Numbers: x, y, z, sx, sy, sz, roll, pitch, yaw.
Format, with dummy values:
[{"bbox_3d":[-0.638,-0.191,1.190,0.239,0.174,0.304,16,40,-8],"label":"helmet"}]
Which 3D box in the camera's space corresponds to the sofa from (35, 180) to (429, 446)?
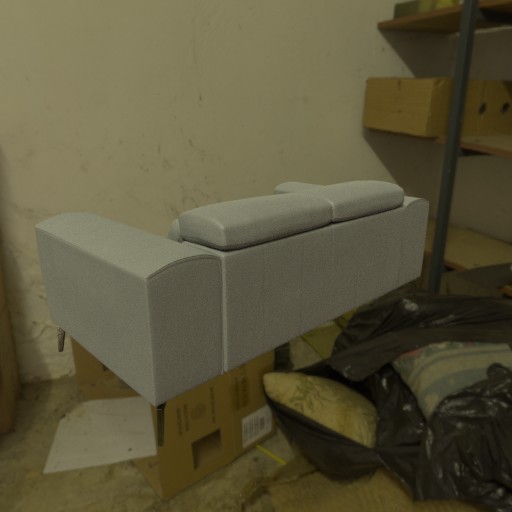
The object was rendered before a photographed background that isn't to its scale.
[{"bbox_3d":[0.000,0.000,2.364,1.895,0.779,1.003,-16,23,-41],"label":"sofa"}]
